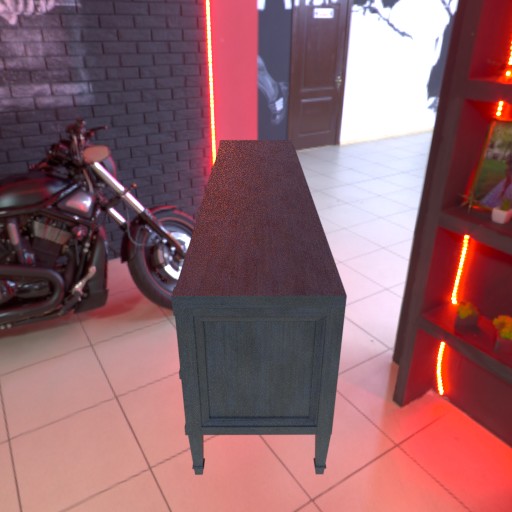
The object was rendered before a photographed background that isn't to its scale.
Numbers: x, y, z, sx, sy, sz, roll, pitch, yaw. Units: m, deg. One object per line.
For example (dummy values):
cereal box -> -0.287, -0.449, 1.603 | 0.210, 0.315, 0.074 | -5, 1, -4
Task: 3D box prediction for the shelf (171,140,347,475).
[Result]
shelf -> 0.000, 0.000, 2.164 | 0.471, 0.715, 1.878 | 0, 27, 0
